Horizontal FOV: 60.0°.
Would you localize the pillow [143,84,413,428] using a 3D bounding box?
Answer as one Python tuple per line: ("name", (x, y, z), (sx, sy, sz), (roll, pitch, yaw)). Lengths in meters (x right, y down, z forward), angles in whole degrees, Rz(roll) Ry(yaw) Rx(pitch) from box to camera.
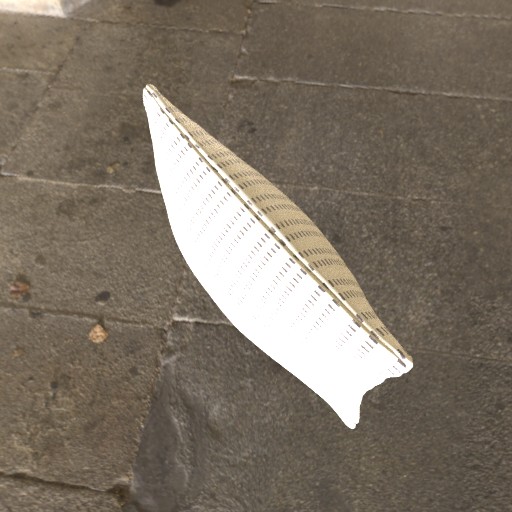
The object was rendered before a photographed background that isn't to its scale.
("pillow", (0.000, 0.000, 0.802), (0.210, 0.353, 0.640), (-33, 64, -18))
